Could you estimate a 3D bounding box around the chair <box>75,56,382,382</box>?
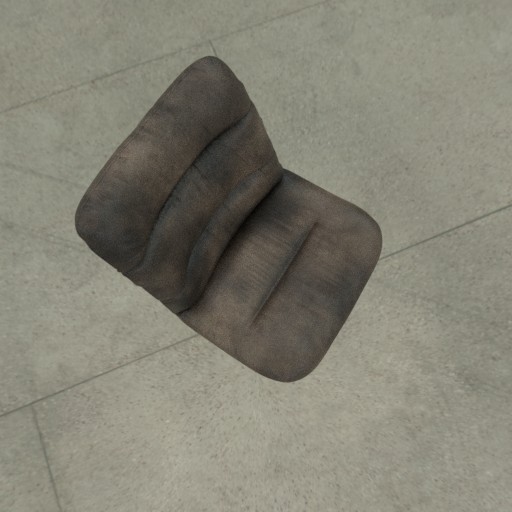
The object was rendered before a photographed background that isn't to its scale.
[{"bbox_3d":[0.000,0.000,1.275,0.622,0.870,0.549,31,77,8],"label":"chair"}]
